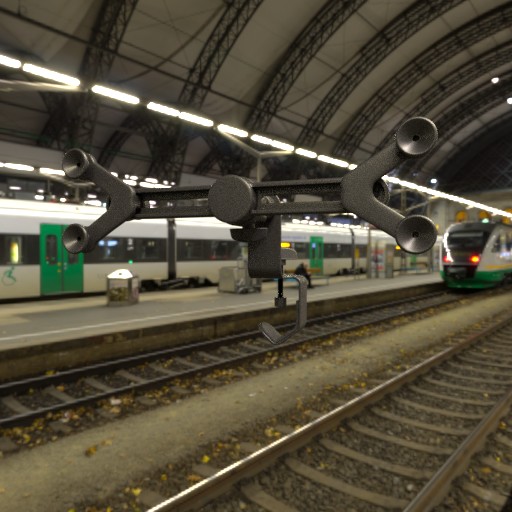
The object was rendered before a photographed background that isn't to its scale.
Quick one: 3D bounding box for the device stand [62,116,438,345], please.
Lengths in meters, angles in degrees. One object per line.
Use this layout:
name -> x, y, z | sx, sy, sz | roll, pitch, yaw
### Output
device stand -> 0.000, 0.000, 0.367 | 0.270, 0.166, 0.142 | 0, 0, 19
